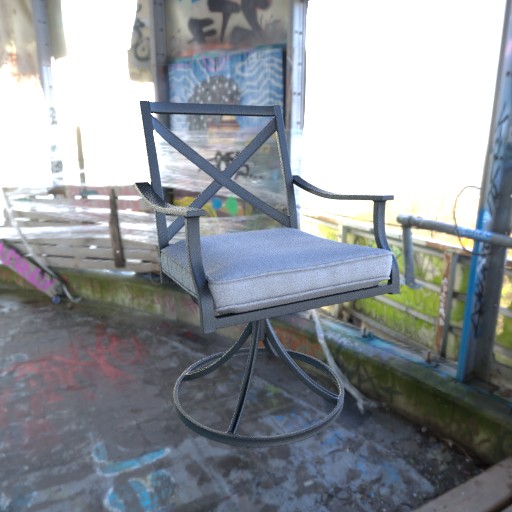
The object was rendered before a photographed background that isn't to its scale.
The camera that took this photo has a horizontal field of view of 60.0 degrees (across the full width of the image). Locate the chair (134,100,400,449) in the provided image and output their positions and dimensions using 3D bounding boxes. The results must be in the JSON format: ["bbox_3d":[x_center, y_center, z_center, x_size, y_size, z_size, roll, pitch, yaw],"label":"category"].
[{"bbox_3d":[0.000,0.000,1.300,0.575,0.889,0.620,-8,17,-27],"label":"chair"}]
